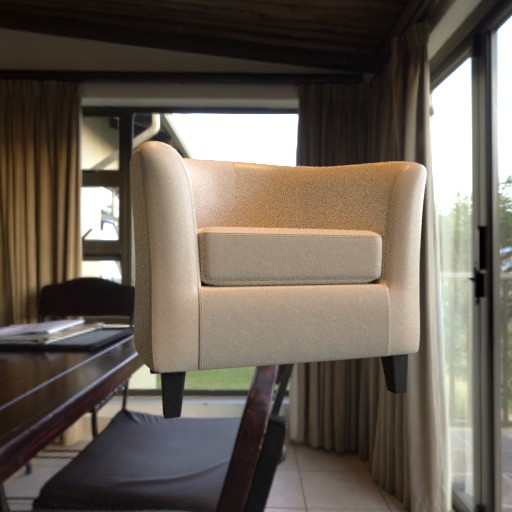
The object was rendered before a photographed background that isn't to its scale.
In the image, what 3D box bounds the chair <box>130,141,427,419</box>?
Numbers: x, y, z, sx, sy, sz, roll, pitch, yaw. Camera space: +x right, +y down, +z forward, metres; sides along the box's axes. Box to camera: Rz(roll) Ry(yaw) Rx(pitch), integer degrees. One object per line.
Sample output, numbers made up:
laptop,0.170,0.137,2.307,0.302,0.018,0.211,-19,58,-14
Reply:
chair,0.000,0.000,1.435,0.792,0.756,0.727,0,-1,-18
